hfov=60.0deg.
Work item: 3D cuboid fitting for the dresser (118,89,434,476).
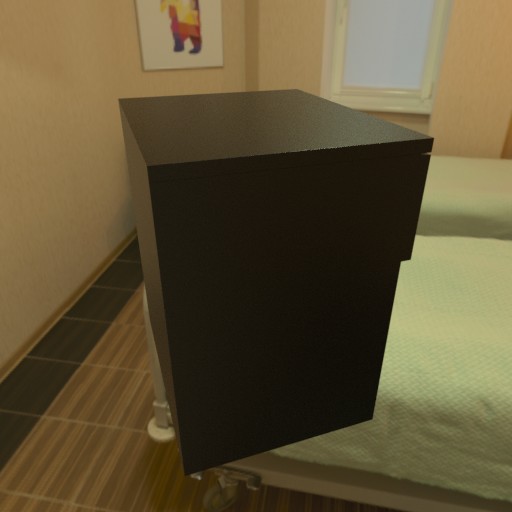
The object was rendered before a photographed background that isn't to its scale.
[{"bbox_3d":[0.000,0.000,0.756,0.360,0.470,0.400,-9,30,-17],"label":"dresser"}]
